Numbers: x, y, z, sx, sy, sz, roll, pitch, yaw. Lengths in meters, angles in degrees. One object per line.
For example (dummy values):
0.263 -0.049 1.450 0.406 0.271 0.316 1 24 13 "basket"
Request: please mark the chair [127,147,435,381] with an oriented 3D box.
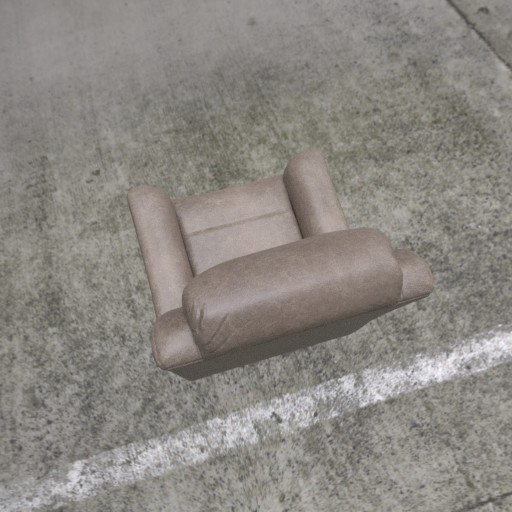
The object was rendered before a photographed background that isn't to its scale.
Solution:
0.000 0.000 1.911 0.967 1.116 1.068 -14 60 -9 "chair"
